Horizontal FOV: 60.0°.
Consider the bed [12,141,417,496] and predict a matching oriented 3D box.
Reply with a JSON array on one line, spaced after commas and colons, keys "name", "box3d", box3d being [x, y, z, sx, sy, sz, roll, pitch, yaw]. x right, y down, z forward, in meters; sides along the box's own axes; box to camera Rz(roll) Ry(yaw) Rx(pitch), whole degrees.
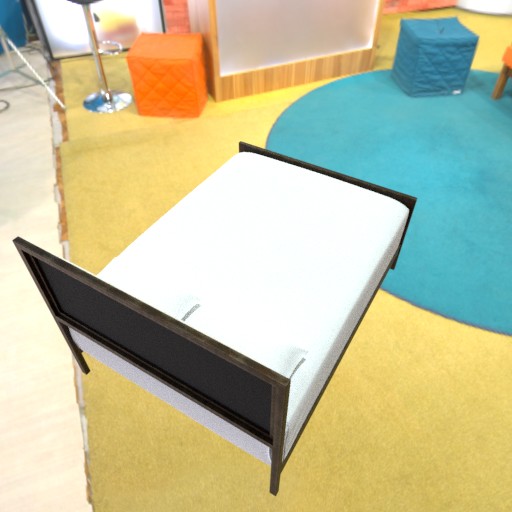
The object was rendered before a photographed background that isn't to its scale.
[{"name": "bed", "box3d": [0.000, 0.000, 3.133, 1.607, 1.313, 2.221, 23, 50, 21]}]
